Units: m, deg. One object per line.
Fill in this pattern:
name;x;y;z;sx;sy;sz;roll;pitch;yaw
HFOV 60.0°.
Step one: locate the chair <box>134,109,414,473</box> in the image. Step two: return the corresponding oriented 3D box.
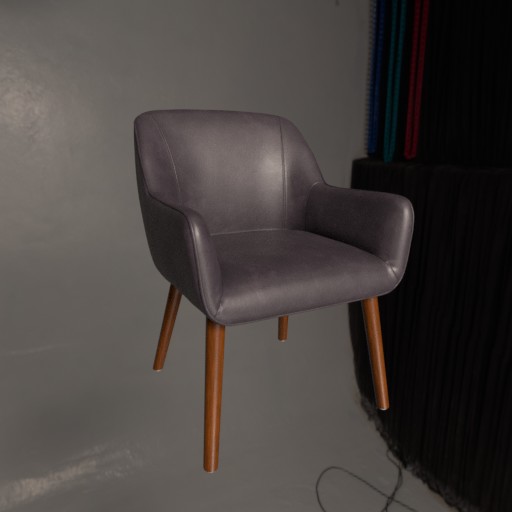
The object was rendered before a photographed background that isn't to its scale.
chair;0.000;0.000;1.269;0.610;0.828;0.610;-8;16;-27
